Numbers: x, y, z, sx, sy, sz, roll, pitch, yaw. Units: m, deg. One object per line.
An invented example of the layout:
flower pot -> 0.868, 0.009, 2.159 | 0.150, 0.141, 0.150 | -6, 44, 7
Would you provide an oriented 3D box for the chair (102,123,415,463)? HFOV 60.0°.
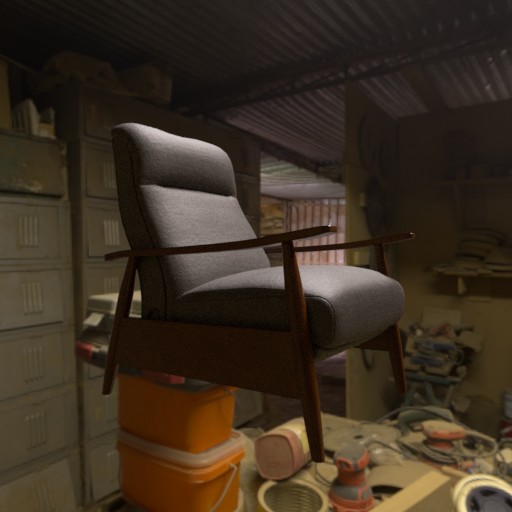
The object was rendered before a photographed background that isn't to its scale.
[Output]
chair -> 0.000, 0.000, 1.741 | 1.014, 1.081, 0.762 | 1, 1, 36
